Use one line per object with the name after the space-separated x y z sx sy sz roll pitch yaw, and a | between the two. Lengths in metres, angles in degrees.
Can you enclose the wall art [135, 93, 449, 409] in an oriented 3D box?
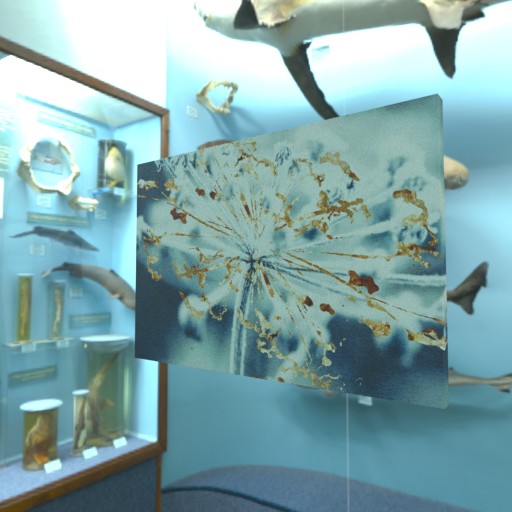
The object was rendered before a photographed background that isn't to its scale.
0.000 0.000 1.138 0.912 0.608 0.038 -2 -4 36 | wall art
